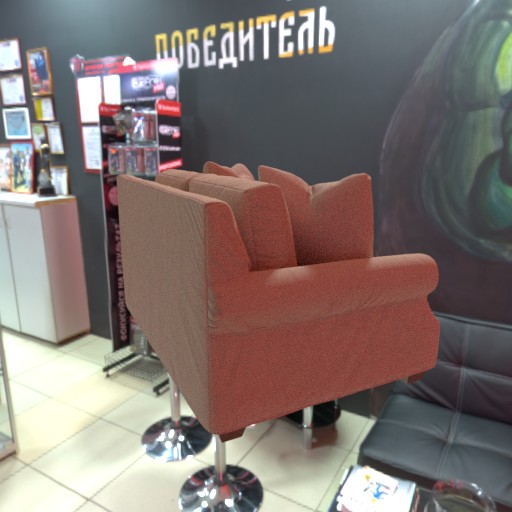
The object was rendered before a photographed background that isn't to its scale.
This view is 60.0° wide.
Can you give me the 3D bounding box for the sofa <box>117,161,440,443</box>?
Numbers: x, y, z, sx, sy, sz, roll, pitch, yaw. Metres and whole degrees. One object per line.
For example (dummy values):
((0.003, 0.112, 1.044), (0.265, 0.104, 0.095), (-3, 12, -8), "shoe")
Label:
((0.000, 0.000, 2.193), (1.070, 0.905, 1.550), (-7, 16, -26), "sofa")
